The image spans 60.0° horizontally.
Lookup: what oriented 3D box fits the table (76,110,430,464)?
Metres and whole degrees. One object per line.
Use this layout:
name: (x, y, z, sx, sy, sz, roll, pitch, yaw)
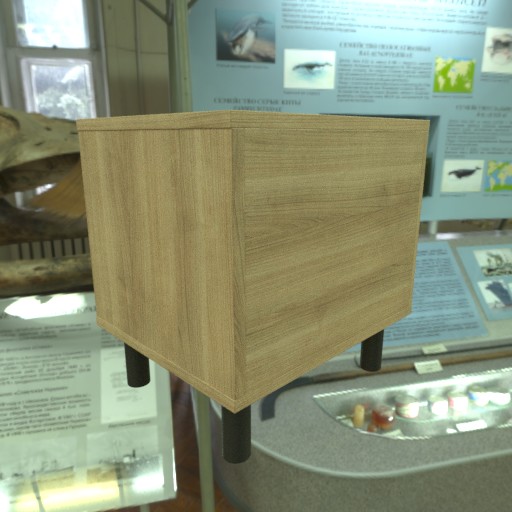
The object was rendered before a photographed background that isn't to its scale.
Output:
table: (0.000, 0.000, 0.783, 0.445, 0.460, 0.380, -14, 21, -43)
